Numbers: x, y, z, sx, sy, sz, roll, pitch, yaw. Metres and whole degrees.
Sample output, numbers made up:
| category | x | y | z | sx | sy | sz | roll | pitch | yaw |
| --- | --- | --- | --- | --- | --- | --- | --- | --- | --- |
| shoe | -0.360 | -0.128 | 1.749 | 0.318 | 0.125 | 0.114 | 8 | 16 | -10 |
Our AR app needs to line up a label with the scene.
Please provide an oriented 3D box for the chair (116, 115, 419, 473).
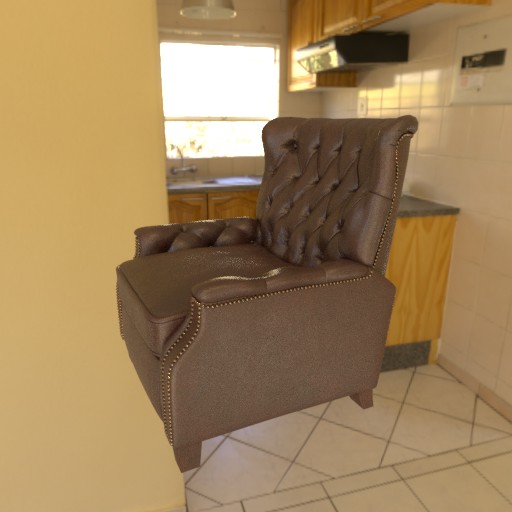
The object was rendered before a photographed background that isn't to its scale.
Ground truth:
| category | x | y | z | sx | sy | sz | roll | pitch | yaw |
| --- | --- | --- | --- | --- | --- | --- | --- | --- | --- |
| chair | 0.000 | 0.000 | 1.429 | 0.823 | 0.864 | 0.709 | -8 | 19 | -25 |
